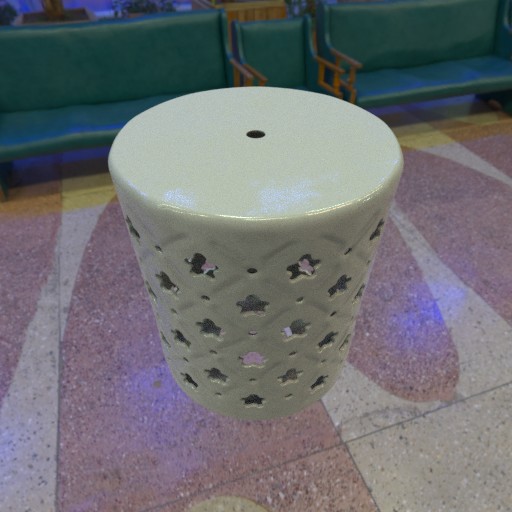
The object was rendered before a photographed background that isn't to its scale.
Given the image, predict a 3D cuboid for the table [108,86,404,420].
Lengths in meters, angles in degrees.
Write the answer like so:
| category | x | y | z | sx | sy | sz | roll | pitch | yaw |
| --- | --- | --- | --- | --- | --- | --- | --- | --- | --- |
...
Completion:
| category | x | y | z | sx | sy | sz | roll | pitch | yaw |
| --- | --- | --- | --- | --- | --- | --- | --- | --- | --- |
| table | 0.000 | 0.000 | 0.660 | 0.352 | 0.387 | 0.352 | 0 | 40 | 0 |
